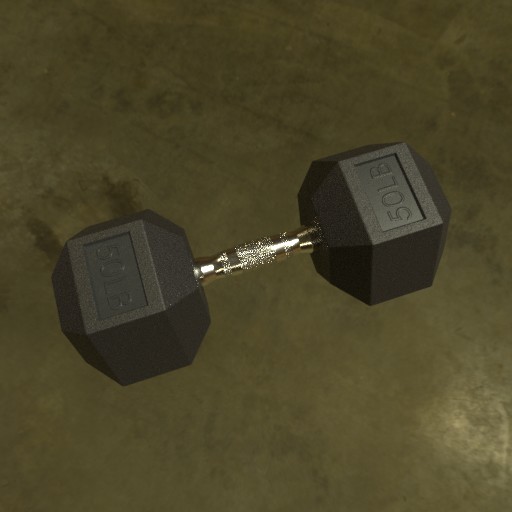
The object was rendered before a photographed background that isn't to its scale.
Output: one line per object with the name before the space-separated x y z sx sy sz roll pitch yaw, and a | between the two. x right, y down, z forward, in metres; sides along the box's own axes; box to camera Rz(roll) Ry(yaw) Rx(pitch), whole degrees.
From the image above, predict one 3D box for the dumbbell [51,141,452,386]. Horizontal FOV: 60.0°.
dumbbell | 0.000 0.000 0.465 0.384 0.150 0.173 -17 74 -5
